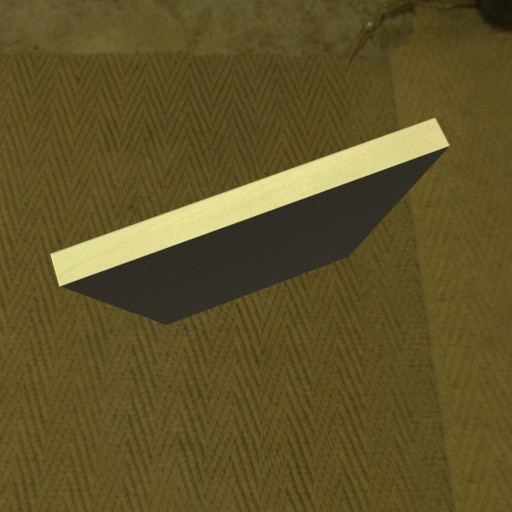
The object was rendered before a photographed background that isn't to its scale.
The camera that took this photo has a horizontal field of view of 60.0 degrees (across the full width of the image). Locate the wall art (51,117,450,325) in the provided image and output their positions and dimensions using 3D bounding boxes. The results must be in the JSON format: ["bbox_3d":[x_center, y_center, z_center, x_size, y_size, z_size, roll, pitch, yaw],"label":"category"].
[{"bbox_3d":[0.000,0.000,0.820,0.489,0.608,0.040,-20,78,-5],"label":"wall art"}]
